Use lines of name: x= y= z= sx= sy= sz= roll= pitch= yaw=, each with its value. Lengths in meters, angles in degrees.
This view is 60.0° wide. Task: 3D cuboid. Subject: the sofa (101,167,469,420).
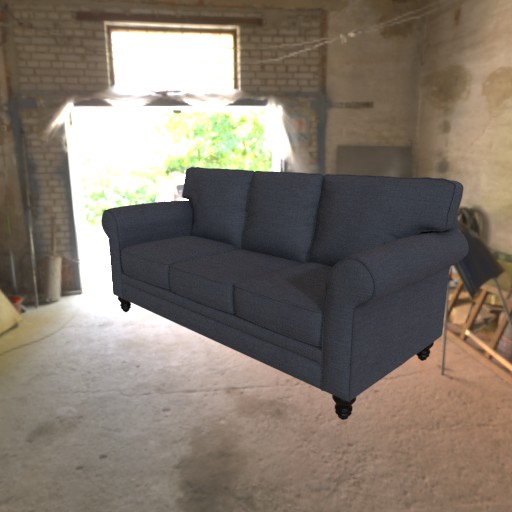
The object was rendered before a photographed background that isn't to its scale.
sofa: x=0.000 y=0.000 z=2.604 sx=2.084 sy=0.966 sz=0.909 roll=13 pitch=19 yaw=43
